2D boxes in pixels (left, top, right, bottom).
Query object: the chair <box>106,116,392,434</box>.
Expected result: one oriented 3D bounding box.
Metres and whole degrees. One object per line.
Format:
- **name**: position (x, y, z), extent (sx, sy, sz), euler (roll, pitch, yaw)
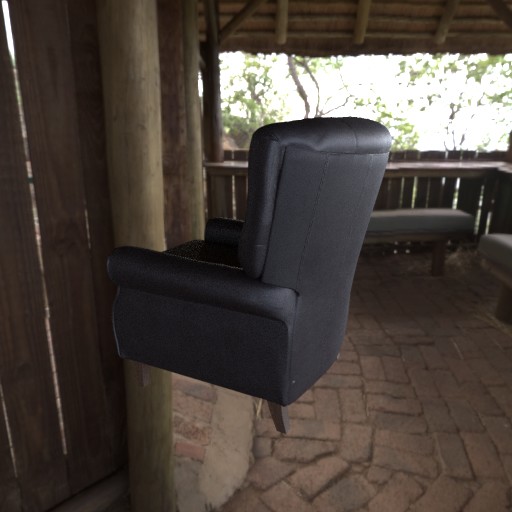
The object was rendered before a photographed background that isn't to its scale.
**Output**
- **chair**: position (0.000, 0.000, 1.943), extent (1.058, 1.158, 0.948), euler (8, 18, 26)
